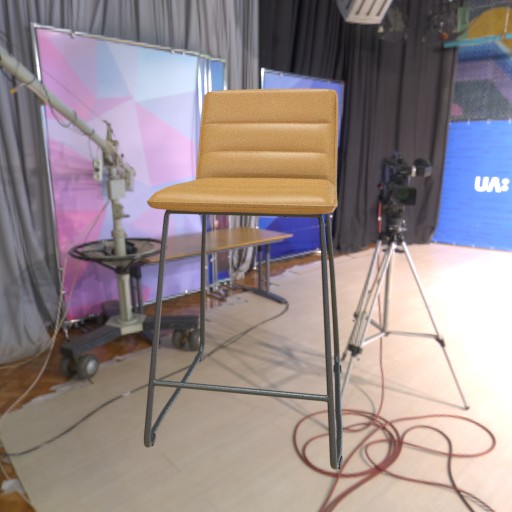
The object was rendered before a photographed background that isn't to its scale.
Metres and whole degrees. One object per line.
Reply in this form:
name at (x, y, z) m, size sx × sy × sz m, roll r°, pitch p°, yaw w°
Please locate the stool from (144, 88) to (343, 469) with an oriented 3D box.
stool at (0.000, 0.000, 1.157) m, size 0.489 × 0.866 × 0.524 m, roll 2°, pitch 15°, yaw 9°
